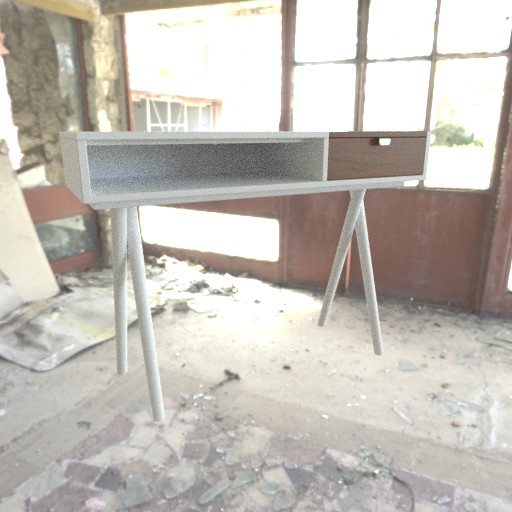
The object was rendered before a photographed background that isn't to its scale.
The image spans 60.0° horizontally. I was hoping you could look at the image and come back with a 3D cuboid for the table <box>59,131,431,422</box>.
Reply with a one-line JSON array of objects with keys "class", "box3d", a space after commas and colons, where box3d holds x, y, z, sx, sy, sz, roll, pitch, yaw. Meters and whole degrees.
[{"class": "table", "box3d": [0.000, 0.000, 1.447, 1.066, 0.785, 0.418, -8, 18, -27]}]
